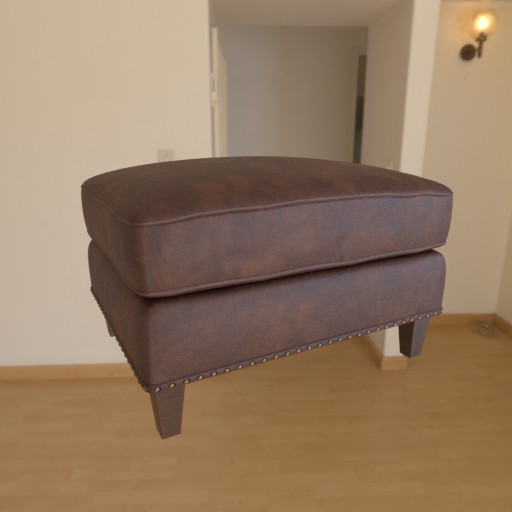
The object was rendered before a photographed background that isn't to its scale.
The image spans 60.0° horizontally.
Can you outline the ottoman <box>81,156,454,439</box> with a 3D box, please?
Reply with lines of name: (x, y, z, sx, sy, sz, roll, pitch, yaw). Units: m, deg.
ottoman: (0.000, 0.000, 1.120, 0.742, 0.486, 0.586, -8, 18, -27)
